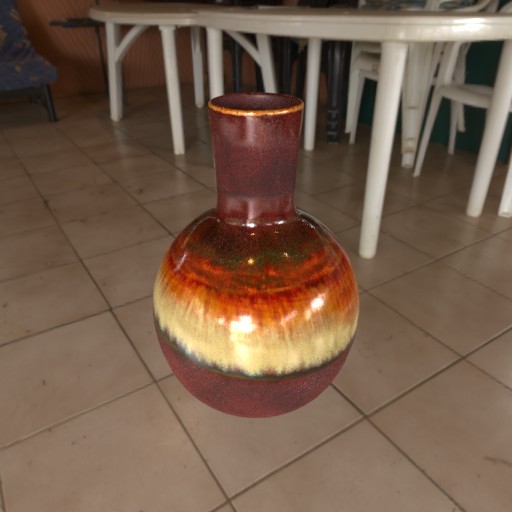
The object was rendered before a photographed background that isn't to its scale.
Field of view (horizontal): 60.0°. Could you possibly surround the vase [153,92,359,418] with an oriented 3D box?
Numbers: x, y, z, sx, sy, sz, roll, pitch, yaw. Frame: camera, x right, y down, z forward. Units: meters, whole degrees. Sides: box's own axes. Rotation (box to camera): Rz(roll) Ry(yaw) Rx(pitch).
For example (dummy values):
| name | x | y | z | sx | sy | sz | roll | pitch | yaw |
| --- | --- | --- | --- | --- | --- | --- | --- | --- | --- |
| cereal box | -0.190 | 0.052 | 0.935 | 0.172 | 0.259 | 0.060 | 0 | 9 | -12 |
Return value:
| name | x | y | z | sx | sy | sz | roll | pitch | yaw |
| --- | --- | --- | --- | --- | --- | --- | --- | --- | --- |
| vase | 0.000 | 0.000 | 0.229 | 0.111 | 0.154 | 0.111 | 0 | 30 | 0 |
